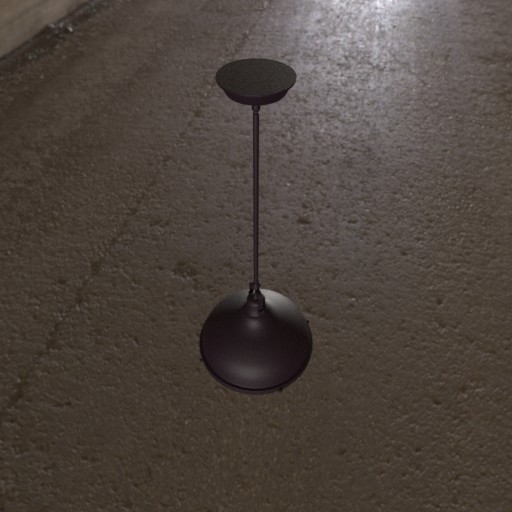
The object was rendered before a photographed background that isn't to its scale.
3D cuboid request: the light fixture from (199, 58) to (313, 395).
[{"bbox_3d":[0.000,0.000,1.021,0.341,0.849,0.341,-17,49,-16],"label":"light fixture"}]
